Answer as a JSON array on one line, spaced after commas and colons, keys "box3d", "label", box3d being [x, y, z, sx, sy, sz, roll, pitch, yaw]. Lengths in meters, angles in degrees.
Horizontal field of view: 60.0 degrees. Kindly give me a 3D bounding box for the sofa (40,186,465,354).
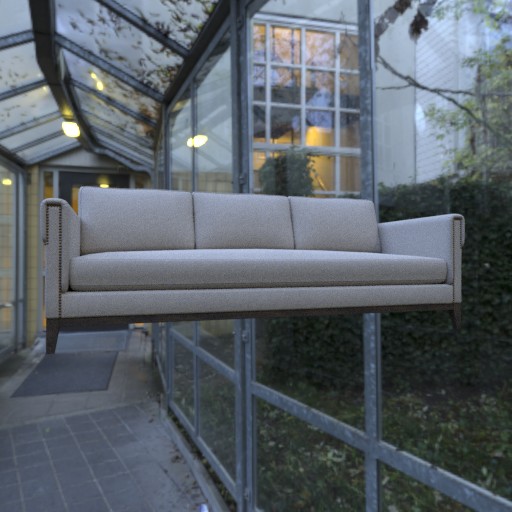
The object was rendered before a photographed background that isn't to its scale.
[{"box3d": [0.000, 0.000, 2.639, 2.210, 0.838, 0.959, 0, 0, -18], "label": "sofa"}]
